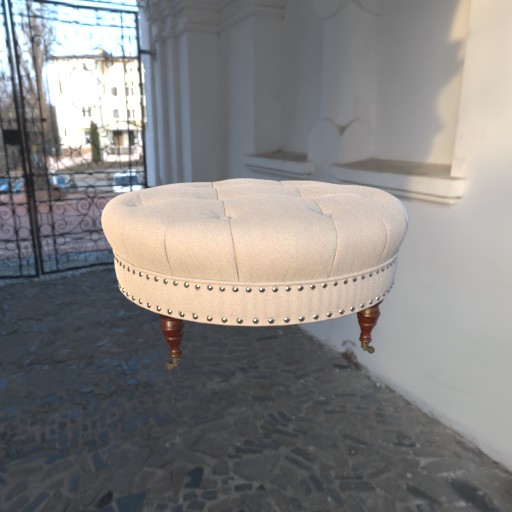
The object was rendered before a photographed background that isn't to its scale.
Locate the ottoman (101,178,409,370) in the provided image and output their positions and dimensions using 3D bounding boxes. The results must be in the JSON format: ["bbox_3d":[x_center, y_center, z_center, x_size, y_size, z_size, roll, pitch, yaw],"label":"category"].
[{"bbox_3d":[0.000,0.000,1.401,0.901,0.439,0.901,0,16,0],"label":"ottoman"}]
